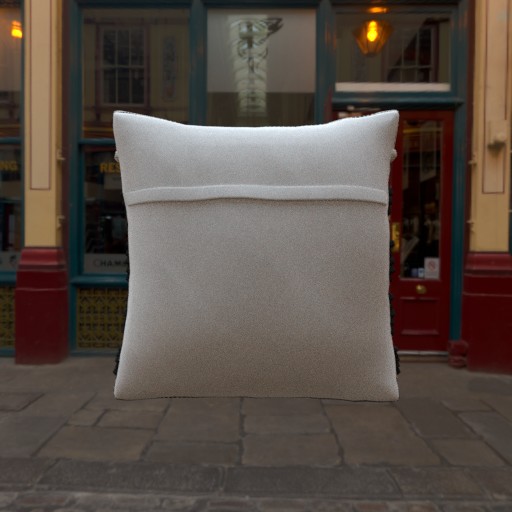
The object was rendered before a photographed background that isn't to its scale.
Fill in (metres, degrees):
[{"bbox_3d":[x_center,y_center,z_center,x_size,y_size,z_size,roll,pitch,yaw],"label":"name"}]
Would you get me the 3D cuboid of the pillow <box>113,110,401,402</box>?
[{"bbox_3d":[0.000,0.000,0.673,0.436,0.438,0.156,0,0,0],"label":"pillow"}]
